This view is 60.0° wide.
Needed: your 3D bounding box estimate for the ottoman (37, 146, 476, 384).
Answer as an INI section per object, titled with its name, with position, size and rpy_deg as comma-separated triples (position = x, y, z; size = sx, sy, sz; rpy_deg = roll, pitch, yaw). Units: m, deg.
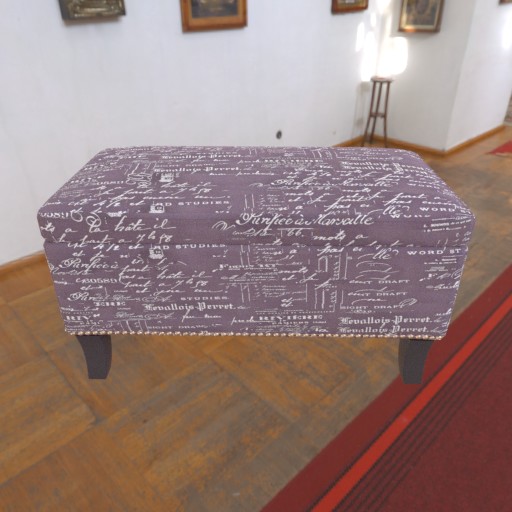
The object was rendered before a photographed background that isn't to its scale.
[ottoman]
position = 0.000, 0.000, 1.061
size = 0.813, 0.457, 0.406
rpy_deg = 1, 30, 1
